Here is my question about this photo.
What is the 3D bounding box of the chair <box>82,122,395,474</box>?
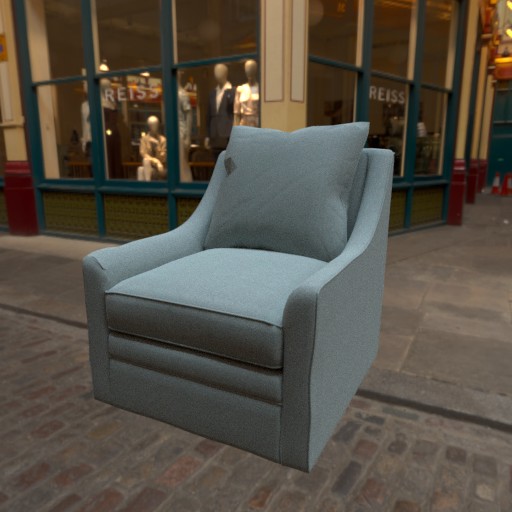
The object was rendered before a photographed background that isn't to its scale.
[{"bbox_3d":[0.000,0.000,1.549,0.760,0.926,0.870,7,15,27],"label":"chair"}]
